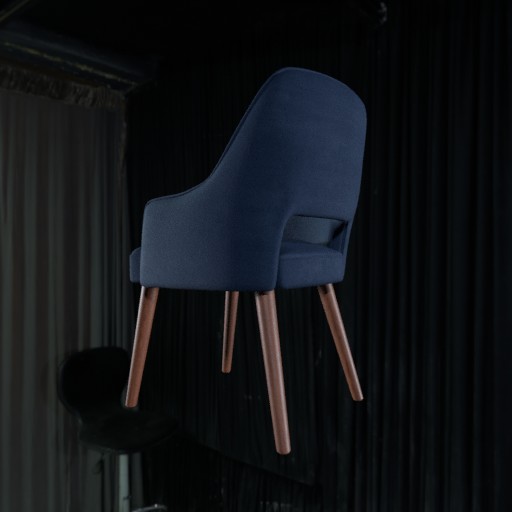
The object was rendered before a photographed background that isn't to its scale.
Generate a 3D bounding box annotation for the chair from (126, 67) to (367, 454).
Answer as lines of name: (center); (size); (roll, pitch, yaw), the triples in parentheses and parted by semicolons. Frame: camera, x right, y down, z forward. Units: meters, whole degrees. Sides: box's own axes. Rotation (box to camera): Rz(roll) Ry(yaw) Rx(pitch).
chair: (0.000, 0.000, 1.255); (0.591, 0.844, 0.559); (1, 1, 35)
